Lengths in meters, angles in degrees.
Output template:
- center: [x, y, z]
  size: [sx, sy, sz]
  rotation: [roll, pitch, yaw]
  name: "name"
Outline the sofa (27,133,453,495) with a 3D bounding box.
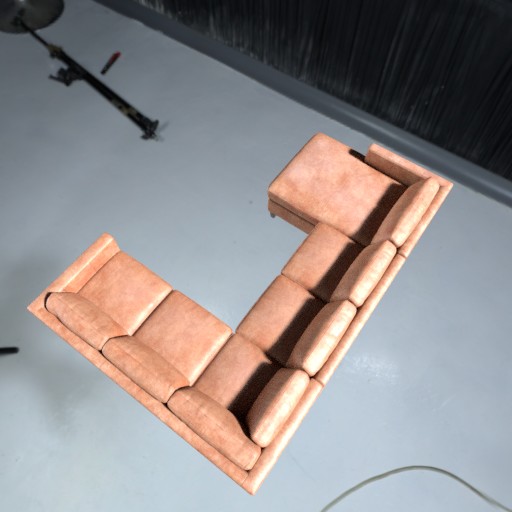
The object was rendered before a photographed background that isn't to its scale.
- center: [0.000, 0.000, 4.378]
  size: [2.430, 0.832, 3.401]
  rotation: [33, 67, 16]
  name: "sofa"
